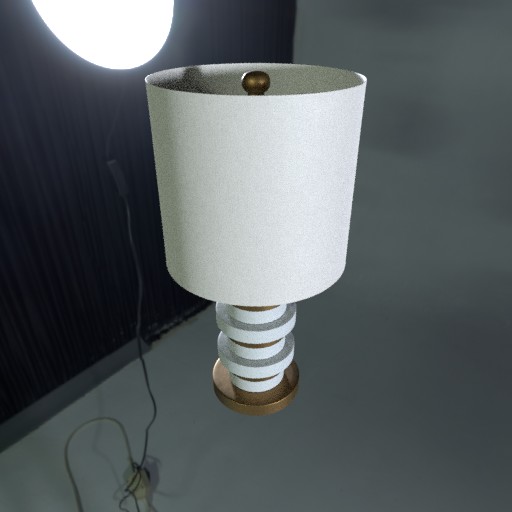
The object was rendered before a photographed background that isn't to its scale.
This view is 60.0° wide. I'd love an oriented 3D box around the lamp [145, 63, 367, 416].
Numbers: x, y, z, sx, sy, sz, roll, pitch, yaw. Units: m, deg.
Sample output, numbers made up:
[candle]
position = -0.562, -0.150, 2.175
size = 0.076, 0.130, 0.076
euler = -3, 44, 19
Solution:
[lamp]
position = 0.000, 0.000, 0.528
size = 0.210, 0.410, 0.210
euler = 19, 35, 29
